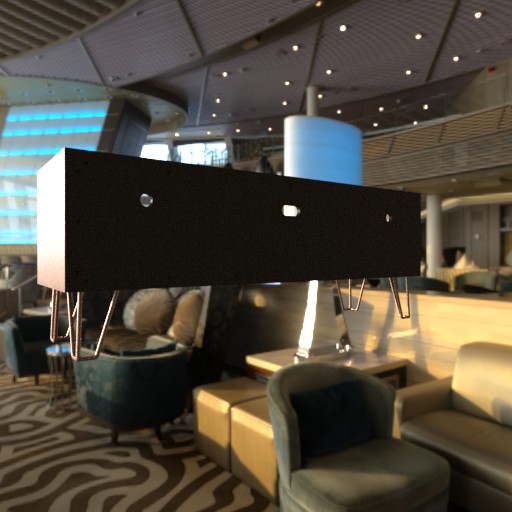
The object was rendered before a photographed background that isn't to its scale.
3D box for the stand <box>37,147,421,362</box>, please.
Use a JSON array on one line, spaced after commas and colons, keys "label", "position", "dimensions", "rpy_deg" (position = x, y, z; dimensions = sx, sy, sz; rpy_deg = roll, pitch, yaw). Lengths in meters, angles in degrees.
[{"label": "stand", "position": [0.000, 0.000, 1.892], "dimensions": [1.626, 0.610, 0.481], "rpy_deg": [0, 0, -35]}]
